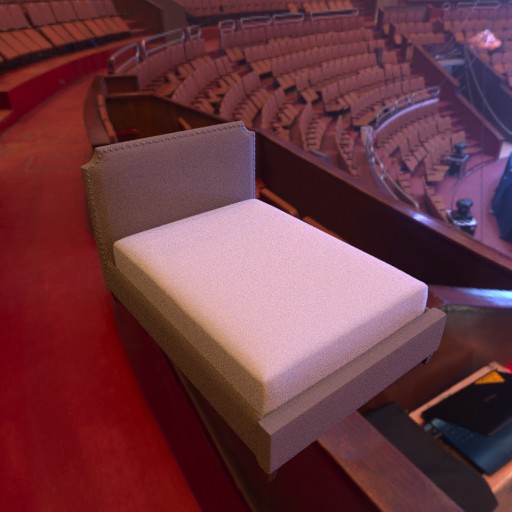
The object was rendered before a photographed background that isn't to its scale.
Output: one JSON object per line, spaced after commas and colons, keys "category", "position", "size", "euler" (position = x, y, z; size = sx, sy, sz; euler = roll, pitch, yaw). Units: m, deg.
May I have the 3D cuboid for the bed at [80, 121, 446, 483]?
{"category": "bed", "position": [0.000, 0.000, 3.446], "size": [1.713, 1.443, 2.372], "euler": [-22, 37, -32]}
